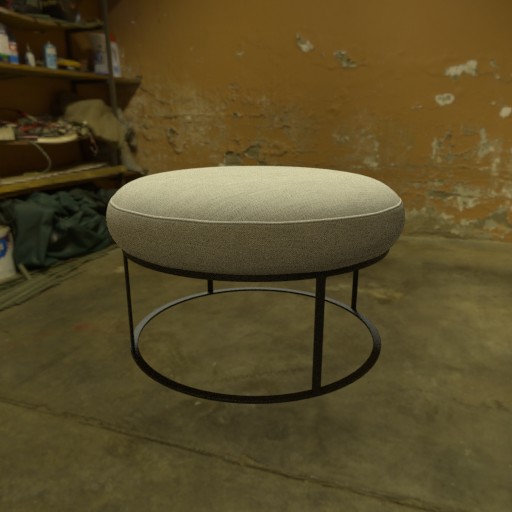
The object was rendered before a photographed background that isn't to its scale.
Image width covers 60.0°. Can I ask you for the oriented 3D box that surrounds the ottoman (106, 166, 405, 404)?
[{"bbox_3d":[0.000,0.000,1.231,0.769,0.459,0.769,0,16,0],"label":"ottoman"}]
